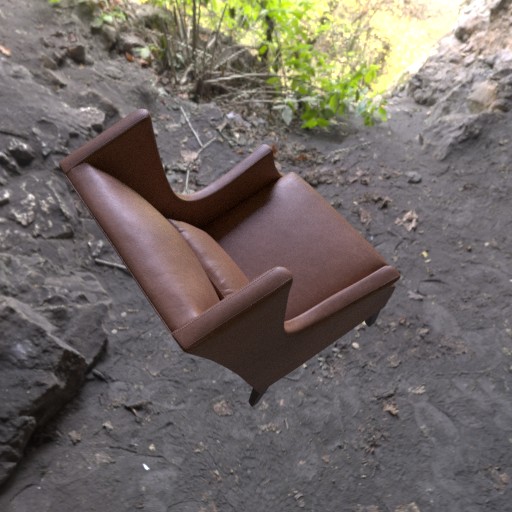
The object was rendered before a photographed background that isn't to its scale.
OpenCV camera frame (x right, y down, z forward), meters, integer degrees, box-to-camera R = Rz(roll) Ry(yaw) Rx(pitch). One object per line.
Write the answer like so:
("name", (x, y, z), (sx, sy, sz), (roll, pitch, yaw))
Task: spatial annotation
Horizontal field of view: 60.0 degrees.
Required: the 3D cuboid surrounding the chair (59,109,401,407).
("chair", (0.000, 0.000, 1.698), (0.913, 1.088, 0.815), (-32, 64, -18))
